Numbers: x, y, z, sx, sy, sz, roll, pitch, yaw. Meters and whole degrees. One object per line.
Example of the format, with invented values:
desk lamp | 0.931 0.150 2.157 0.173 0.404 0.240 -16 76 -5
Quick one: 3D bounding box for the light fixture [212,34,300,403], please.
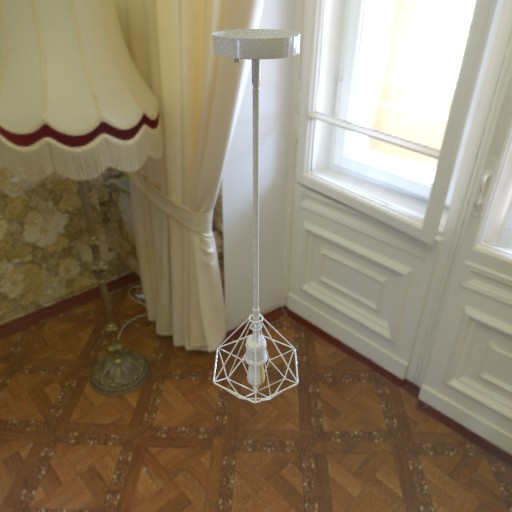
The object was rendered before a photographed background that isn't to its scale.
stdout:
light fixture | 0.000 0.000 1.956 0.431 1.764 0.487 0 32 1
